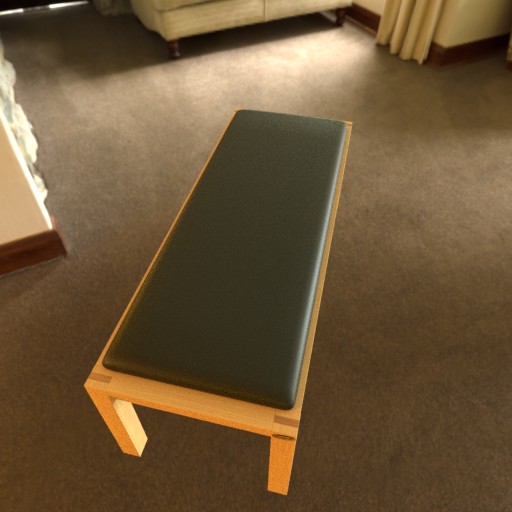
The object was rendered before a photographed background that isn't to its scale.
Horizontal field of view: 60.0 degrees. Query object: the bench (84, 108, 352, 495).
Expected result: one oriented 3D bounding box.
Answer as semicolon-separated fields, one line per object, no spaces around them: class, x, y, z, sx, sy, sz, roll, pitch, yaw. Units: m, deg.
bench;0.000;0.000;1.408;0.450;0.430;1.202;10;47;9
